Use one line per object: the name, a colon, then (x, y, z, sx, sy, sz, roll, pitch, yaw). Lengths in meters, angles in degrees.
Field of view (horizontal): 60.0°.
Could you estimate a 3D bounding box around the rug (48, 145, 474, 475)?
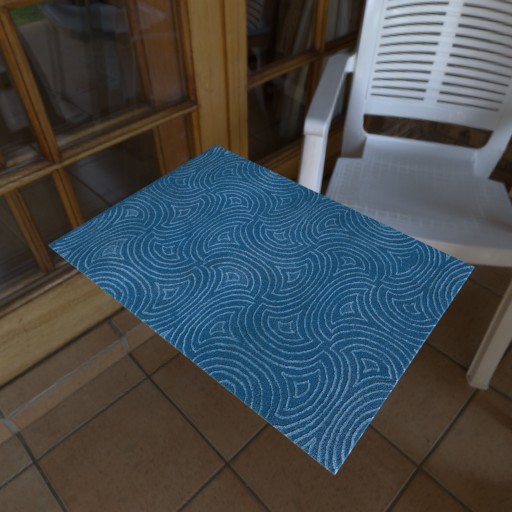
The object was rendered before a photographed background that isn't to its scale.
rug: (0.000, 0.000, 2.741, 2.144, 0.015, 1.543, 31, 53, 27)
